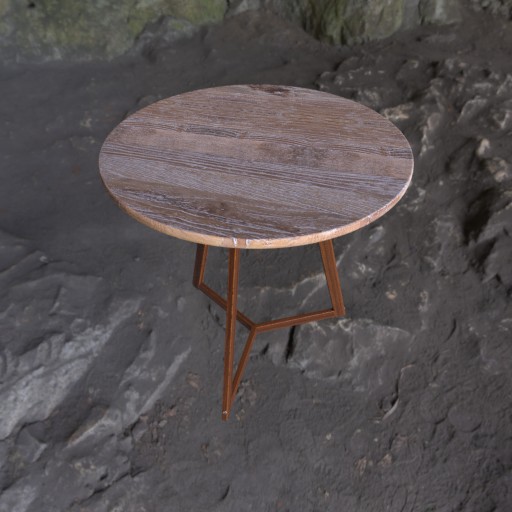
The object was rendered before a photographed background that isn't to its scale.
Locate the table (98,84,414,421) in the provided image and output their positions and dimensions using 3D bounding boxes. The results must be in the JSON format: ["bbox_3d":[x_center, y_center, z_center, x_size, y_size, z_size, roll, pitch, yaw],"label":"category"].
[{"bbox_3d":[0.000,0.000,0.891,0.500,0.500,0.500,0,42,0],"label":"table"}]
